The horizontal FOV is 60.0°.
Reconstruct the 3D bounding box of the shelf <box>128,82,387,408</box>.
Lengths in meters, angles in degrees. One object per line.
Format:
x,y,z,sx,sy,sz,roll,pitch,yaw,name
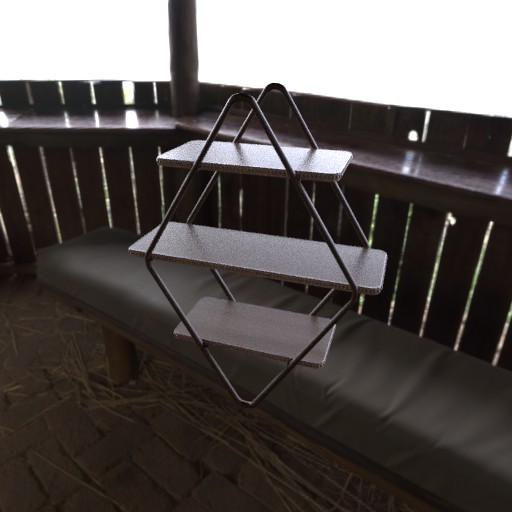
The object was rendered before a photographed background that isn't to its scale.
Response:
0.000,0.000,1.081,0.609,0.774,0.234,9,28,17,shelf
